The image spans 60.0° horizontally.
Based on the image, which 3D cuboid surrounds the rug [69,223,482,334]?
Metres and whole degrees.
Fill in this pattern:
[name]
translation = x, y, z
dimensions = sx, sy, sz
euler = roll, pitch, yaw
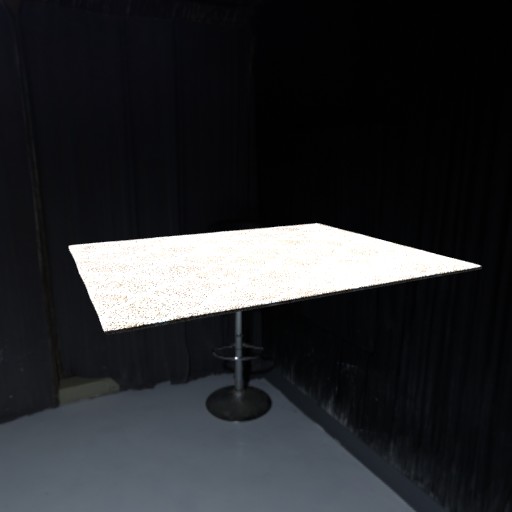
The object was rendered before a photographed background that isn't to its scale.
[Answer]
[rug]
translation = 0.000, 0.000, 4.113
dimensions = 3.047, 0.029, 2.438
euler = -7, 15, -26
